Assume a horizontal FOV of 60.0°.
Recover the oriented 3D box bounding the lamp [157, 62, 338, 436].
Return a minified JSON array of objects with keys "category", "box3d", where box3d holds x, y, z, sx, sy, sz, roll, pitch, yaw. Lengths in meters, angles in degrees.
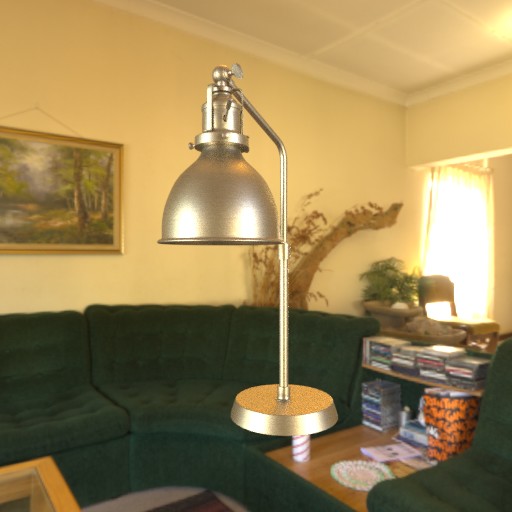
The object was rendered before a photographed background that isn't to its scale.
[{"category":"lamp","box3d":[0.000,0.000,0.585,0.153,0.456,0.286,0,0,37]}]
